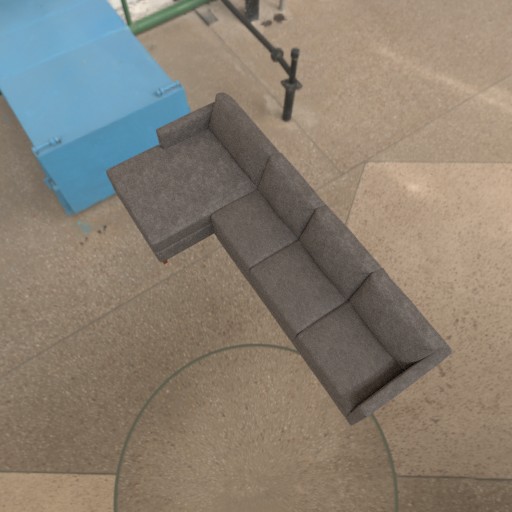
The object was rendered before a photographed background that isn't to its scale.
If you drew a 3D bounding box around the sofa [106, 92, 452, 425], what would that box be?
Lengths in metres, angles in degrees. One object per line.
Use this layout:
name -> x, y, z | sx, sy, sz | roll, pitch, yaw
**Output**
sofa -> 0.000, 0.000, 4.285 | 1.606, 0.954, 3.471 | -31, 67, -15
